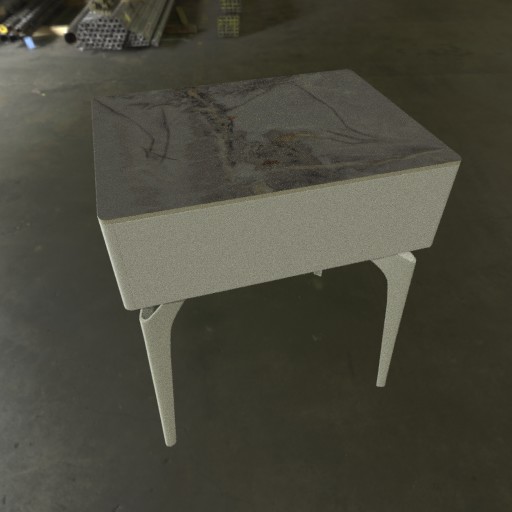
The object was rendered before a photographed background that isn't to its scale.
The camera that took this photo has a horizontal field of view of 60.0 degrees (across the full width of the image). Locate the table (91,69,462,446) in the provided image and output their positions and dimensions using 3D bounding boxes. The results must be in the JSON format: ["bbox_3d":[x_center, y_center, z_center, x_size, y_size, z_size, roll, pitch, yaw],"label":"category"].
[{"bbox_3d":[0.000,0.000,0.899,0.500,0.570,0.400,-11,43,-12],"label":"table"}]
